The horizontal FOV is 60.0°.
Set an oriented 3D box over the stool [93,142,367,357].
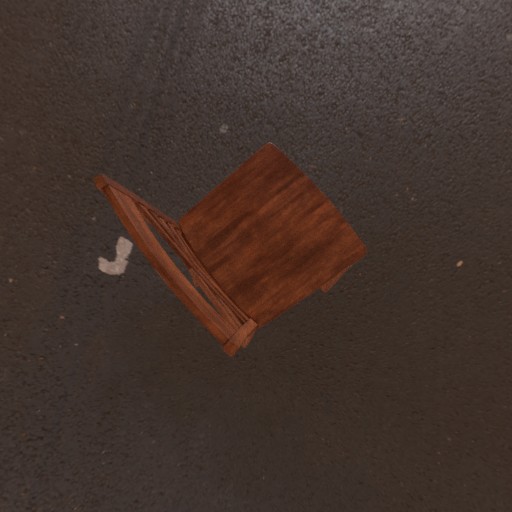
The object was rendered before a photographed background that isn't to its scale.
[{"bbox_3d":[0.000,0.000,1.385,0.487,1.105,0.433,-38,80,-8],"label":"stool"}]
